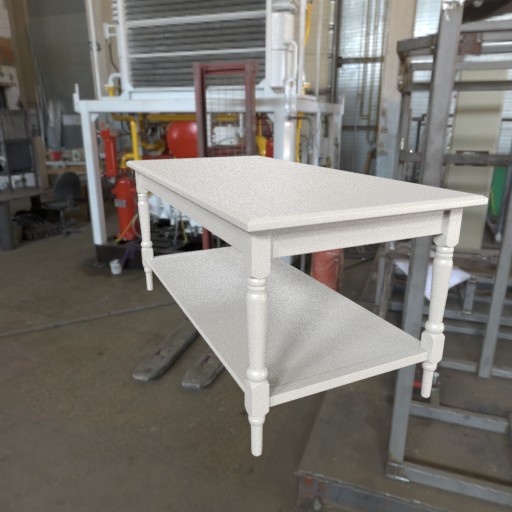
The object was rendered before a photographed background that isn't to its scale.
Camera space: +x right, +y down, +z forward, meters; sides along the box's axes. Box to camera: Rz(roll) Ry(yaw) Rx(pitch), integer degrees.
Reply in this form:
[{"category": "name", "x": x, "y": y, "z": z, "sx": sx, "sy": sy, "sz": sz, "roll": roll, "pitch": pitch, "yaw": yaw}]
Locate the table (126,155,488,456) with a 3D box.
[{"category": "table", "x": 0.000, "y": 0.000, "z": 1.366, "sx": 0.551, "sy": 0.506, "sz": 1.109, "roll": -8, "pitch": 19, "yaw": -24}]
